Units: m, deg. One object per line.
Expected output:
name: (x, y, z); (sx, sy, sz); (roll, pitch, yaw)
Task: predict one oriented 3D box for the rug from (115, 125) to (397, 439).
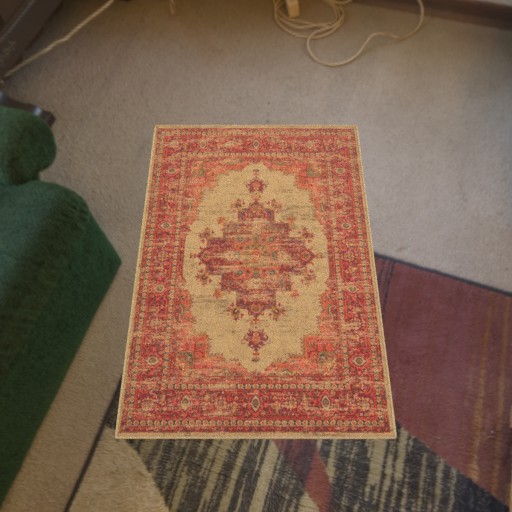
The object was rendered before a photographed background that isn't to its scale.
rug: (0.000, 0.000, 2.922); (1.555, 0.011, 2.232); (0, 64, 0)
